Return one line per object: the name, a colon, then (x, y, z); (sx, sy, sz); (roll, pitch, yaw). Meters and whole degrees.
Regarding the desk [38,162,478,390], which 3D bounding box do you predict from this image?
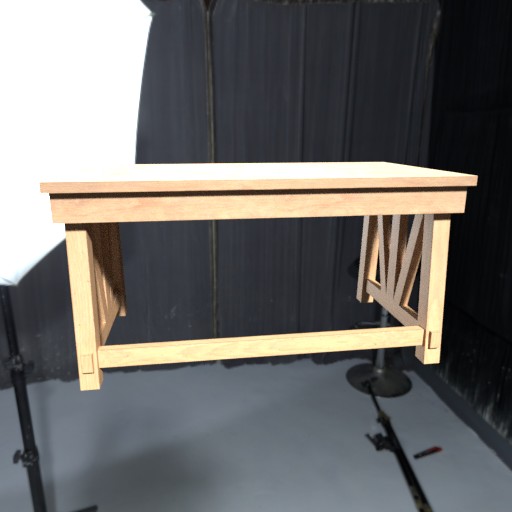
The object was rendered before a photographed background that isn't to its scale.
desk: (0.000, 0.000, 1.984); (1.499, 0.762, 0.813); (-2, 16, -8)
